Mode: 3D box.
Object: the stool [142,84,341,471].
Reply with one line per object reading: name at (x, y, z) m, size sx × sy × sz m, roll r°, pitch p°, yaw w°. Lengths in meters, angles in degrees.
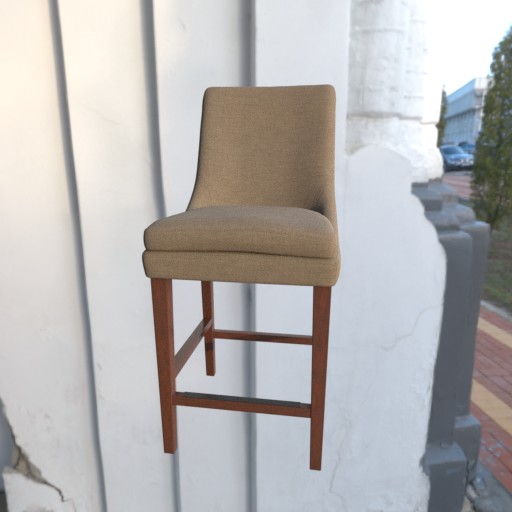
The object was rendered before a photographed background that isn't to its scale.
stool at (0.000, 0.000, 1.281) m, size 0.470 × 0.981 × 0.577 m, roll 2°, pitch 14°, yaw 9°
